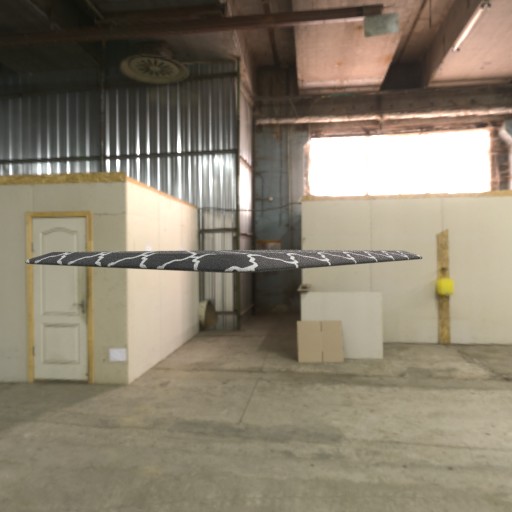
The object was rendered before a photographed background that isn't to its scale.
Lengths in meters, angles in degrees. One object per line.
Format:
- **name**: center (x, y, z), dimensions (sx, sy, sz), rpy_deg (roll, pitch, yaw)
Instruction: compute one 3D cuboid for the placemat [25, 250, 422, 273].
- **placemat**: center (0.000, 0.000, 0.954), dimensions (0.508, 0.021, 0.762), rpy_deg (1, 1, 36)
